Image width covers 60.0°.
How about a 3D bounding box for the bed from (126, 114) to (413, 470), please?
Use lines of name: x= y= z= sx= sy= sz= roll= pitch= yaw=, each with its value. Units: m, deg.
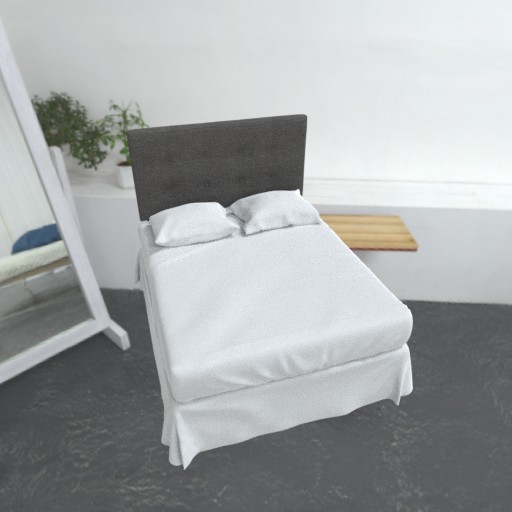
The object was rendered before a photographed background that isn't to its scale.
bed: x=0.000 y=0.000 z=3.508 sx=1.936 sy=1.577 sz=2.222 roll=-10 pitch=34 yaw=-15
